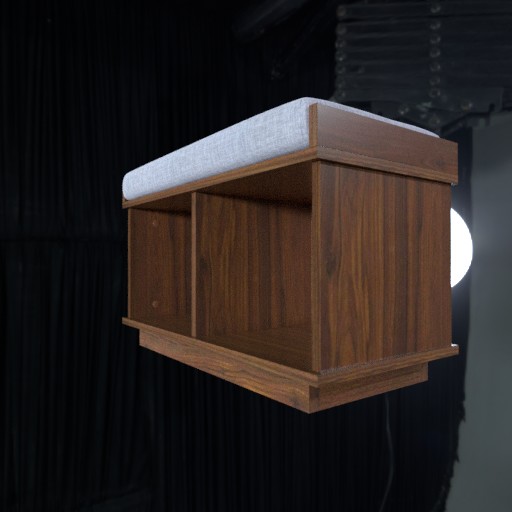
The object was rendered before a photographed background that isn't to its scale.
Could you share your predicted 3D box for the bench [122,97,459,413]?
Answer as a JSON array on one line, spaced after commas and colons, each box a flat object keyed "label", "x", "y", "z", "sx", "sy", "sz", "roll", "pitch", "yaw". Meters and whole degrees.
[{"label": "bench", "x": 0.000, "y": 0.000, "z": 0.984, "sx": 0.362, "sy": 0.461, "sz": 0.734, "roll": 0, "pitch": -1, "yaw": -36}]
